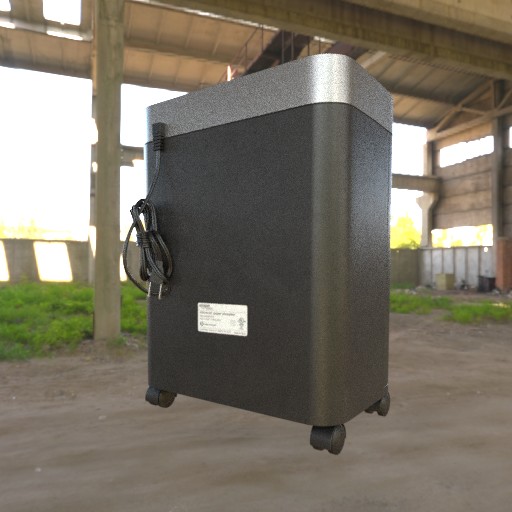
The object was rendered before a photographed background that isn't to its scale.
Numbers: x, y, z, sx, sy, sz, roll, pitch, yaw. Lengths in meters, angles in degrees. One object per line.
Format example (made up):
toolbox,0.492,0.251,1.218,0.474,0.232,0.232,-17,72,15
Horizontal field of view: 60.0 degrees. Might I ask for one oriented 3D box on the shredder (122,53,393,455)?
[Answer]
shredder,0.000,0.000,0.588,0.311,0.419,0.237,-1,-1,36
